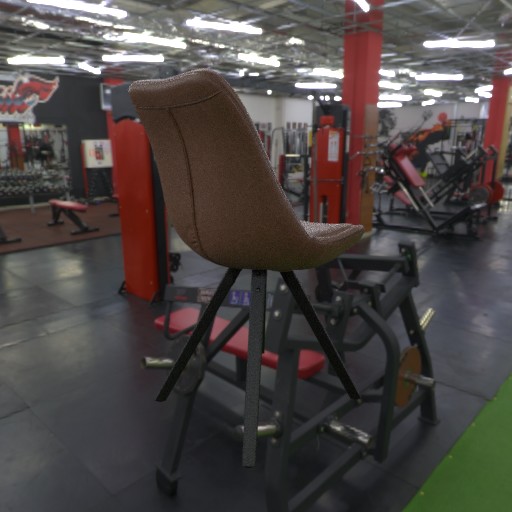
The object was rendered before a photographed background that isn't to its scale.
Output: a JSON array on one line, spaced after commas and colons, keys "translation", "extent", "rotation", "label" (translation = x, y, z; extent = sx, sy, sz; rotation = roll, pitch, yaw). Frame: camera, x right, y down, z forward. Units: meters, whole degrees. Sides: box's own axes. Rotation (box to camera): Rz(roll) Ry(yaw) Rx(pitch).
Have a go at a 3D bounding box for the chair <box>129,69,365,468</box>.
[{"translation": [0.000, 0.000, 1.179], "extent": [0.550, 0.850, 0.475], "rotation": [-13, 19, -42], "label": "chair"}]
